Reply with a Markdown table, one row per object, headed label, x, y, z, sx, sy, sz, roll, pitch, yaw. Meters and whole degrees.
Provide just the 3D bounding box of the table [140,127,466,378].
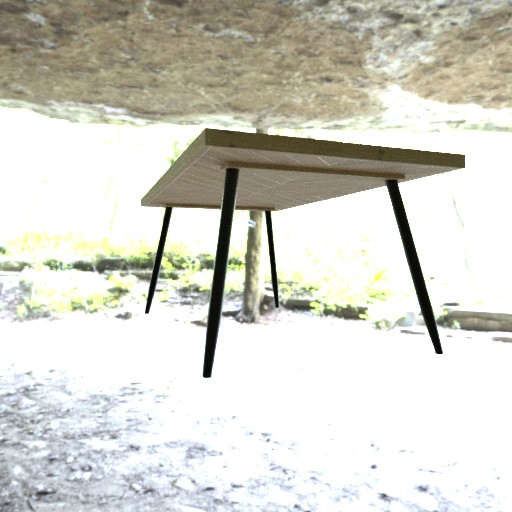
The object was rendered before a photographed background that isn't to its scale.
| label | x | y | z | sx | sy | sz | roll | pitch | yaw |
| --- | --- | --- | --- | --- | --- | --- | --- | --- | --- |
| table | 0.000 | 0.000 | 2.319 | 0.991 | 0.762 | 1.803 | 0 | 0 | -20 |
